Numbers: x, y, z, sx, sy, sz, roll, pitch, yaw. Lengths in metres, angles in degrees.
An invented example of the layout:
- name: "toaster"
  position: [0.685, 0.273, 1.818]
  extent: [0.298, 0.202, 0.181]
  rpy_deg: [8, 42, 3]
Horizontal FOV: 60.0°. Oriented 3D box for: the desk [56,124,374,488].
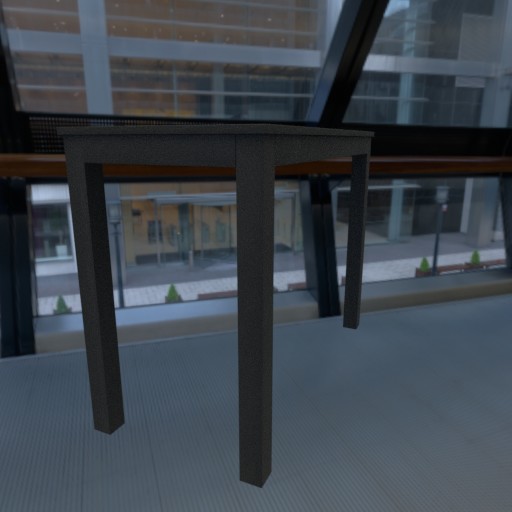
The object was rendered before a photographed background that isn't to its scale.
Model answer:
- name: "desk"
  position: [0.000, 0.000, 1.395]
  extent: [0.499, 0.762, 0.991]
  rpy_deg: [7, 16, 24]
